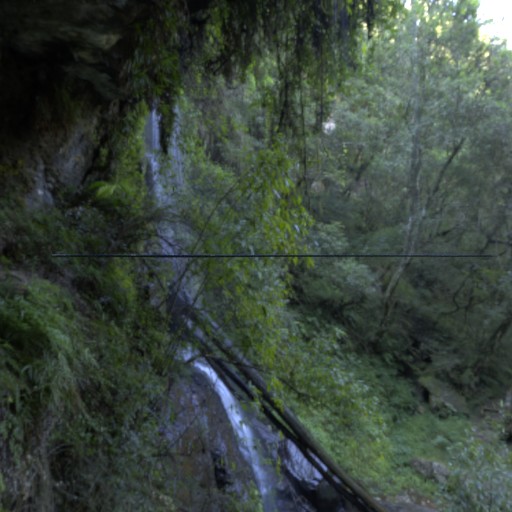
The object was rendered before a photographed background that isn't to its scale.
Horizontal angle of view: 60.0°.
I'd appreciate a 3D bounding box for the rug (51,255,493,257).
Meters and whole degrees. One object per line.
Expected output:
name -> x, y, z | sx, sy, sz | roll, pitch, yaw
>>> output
rug -> 0.000, 0.000, 4.320 | 3.342, 0.018, 2.432 | 0, 0, -17
